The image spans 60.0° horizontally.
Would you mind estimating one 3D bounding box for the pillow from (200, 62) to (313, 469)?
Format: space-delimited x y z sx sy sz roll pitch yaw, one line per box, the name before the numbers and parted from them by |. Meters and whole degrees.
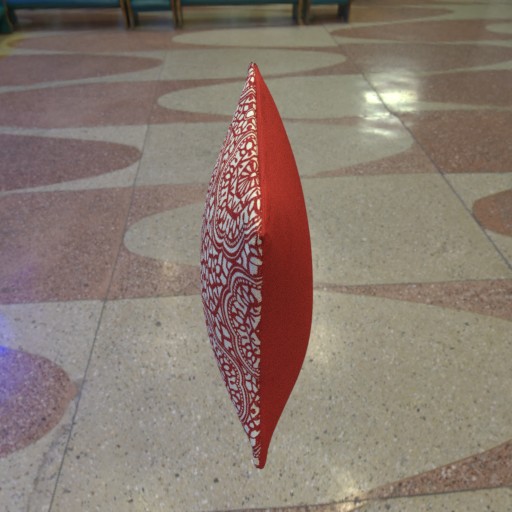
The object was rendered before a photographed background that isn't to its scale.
pillow | 0.000 0.000 0.650 0.162 0.419 0.438 -1 41 -1
